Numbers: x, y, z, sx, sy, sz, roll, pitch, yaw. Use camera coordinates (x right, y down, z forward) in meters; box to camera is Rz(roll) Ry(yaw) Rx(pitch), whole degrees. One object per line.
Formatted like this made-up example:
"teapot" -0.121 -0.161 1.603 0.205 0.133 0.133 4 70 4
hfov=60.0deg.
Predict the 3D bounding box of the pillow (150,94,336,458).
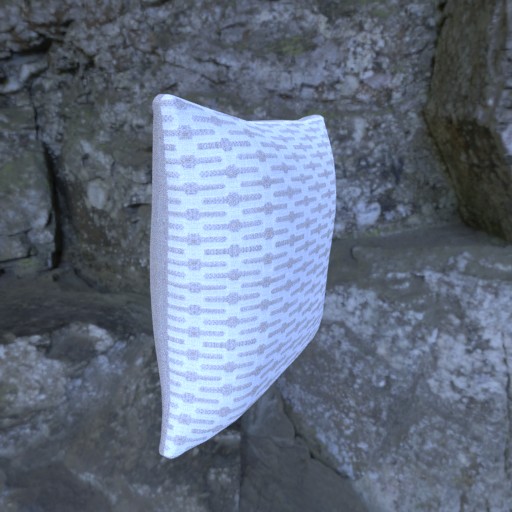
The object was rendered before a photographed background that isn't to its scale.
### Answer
"pillow" 0.000 0.000 0.772 0.219 0.491 0.496 8 16 27
